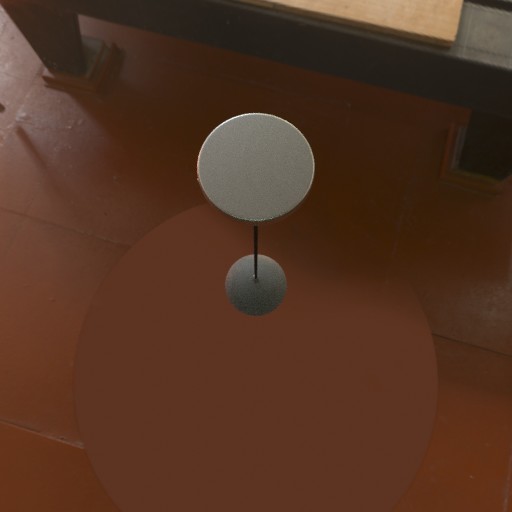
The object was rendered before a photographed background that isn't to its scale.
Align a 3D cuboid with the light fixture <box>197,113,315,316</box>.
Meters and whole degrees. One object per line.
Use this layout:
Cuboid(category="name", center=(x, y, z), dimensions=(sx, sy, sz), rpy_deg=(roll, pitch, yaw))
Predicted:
Cuboid(category="light fixture", center=(0.000, 0.000, 0.814), dimensions=(0.153, 0.760, 0.153), rpy_deg=(-39, 79, -9))
